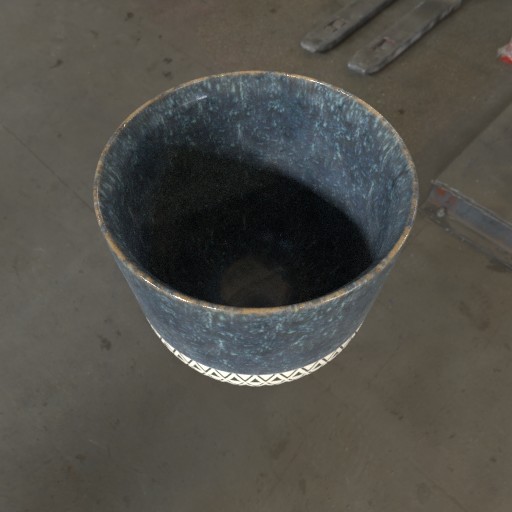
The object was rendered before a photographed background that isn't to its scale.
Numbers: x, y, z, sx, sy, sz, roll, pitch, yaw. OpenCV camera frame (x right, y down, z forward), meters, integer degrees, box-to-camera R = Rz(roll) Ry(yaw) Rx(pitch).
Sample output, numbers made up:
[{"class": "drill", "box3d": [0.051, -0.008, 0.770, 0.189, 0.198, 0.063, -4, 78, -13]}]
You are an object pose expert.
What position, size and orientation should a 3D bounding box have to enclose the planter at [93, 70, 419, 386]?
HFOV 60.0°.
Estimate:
[{"class": "planter", "box3d": [0.000, 0.000, 0.480, 0.266, 0.270, 0.266, 0, 57, 0]}]
